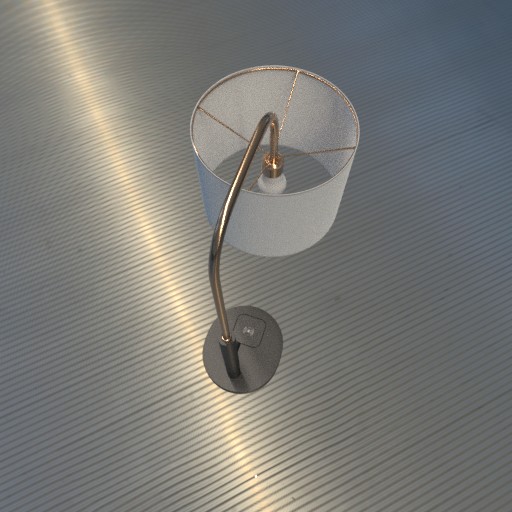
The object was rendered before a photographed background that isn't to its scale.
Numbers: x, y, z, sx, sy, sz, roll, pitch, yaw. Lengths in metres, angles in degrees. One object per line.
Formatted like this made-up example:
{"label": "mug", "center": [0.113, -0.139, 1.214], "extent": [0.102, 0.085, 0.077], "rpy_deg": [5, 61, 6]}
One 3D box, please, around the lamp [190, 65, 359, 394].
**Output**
{"label": "lamp", "center": [0.000, 0.000, 0.687], "extent": [0.199, 0.540, 0.337], "rpy_deg": [17, 65, 8]}
